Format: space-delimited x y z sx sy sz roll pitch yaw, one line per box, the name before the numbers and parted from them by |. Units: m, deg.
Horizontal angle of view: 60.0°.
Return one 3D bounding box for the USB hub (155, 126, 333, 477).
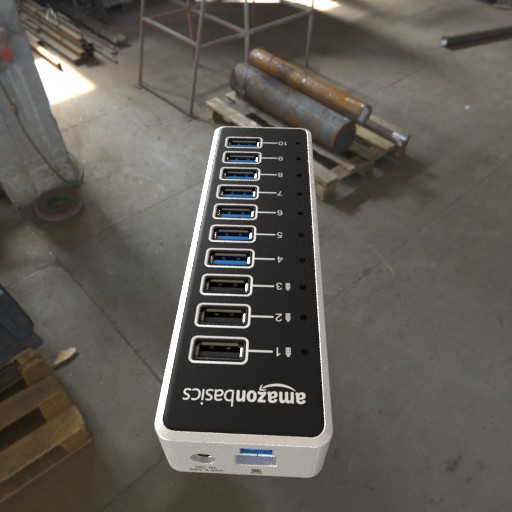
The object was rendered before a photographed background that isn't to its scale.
USB hub | 0.000 0.000 0.164 0.044 0.023 0.145 2 47 2
